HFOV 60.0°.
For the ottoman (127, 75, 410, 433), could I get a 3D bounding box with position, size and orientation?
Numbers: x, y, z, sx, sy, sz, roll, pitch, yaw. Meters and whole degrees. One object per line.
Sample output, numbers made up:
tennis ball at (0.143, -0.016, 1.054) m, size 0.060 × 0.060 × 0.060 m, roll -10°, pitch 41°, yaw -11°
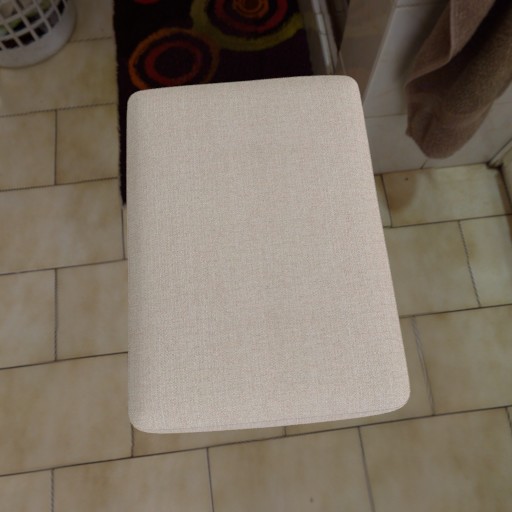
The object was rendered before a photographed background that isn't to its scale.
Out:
ottoman at (0.000, 0.000, 1.251) m, size 0.637 × 0.478 × 0.885 m, roll -5°, pitch 74°, yaw -1°
